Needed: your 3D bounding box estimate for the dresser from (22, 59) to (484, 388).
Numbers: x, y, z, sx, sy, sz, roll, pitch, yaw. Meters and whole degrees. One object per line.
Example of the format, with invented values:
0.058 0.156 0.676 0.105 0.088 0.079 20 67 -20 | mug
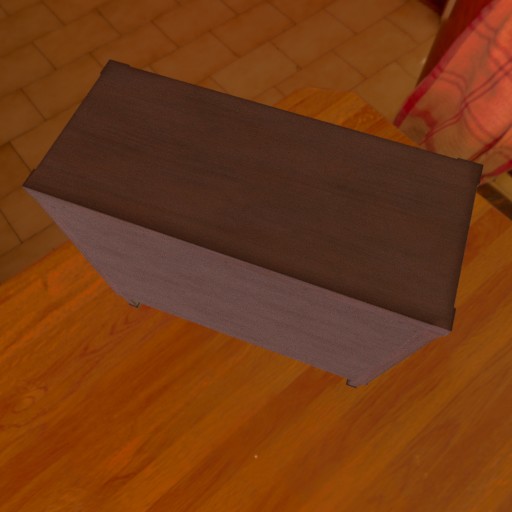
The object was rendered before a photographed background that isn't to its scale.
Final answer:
0.000 0.000 1.545 1.049 0.986 0.463 19 67 8 | dresser
